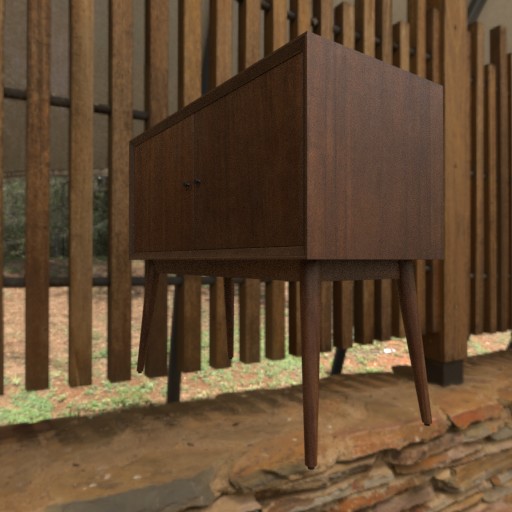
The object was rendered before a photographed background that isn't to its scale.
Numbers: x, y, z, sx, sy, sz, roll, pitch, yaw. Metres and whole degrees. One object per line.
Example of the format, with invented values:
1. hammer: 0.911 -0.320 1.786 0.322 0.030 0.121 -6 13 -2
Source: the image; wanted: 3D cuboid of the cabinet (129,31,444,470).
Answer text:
1. cabinet: 0.000 0.000 1.051 0.354 0.654 0.743 0 -1 -36
